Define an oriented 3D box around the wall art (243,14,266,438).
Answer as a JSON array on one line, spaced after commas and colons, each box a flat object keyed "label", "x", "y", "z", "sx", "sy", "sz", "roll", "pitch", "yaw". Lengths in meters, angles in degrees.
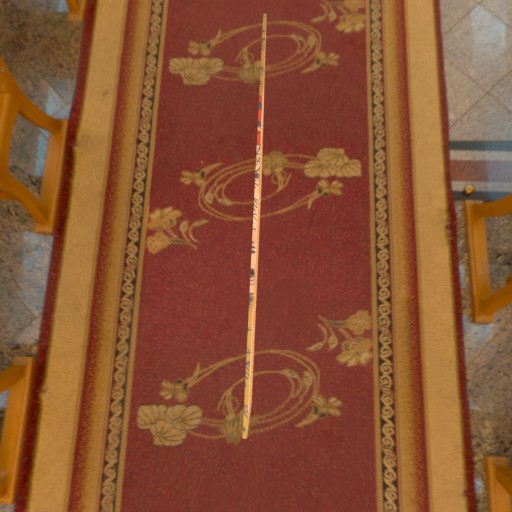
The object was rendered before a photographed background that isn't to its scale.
[{"label": "wall art", "x": 0.000, "y": 0.000, "z": 2.248, "sx": 0.013, "sy": 1.534, "sz": 1.519, "roll": 2, "pitch": 75, "yaw": 1}]
